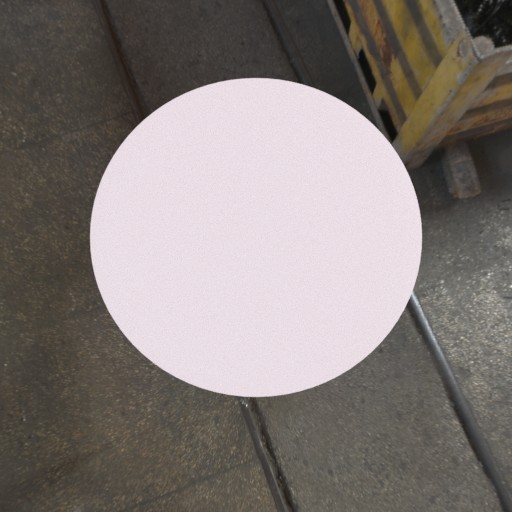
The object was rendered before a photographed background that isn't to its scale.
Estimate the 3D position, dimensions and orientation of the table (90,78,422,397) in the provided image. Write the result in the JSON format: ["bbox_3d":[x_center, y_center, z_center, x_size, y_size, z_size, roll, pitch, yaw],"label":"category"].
[{"bbox_3d":[0.000,0.000,1.570,0.896,0.762,0.896,0,77,0],"label":"table"}]
